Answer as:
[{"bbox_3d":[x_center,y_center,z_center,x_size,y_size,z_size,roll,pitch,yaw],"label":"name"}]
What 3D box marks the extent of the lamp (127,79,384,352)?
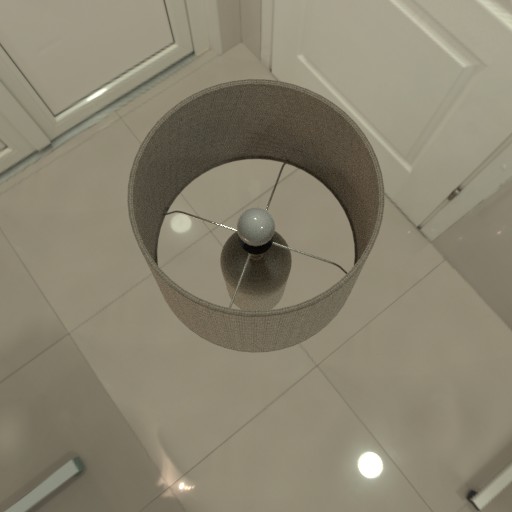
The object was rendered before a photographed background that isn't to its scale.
[{"bbox_3d":[0.000,0.000,0.843,0.367,0.609,0.367,0,74,0],"label":"lamp"}]
